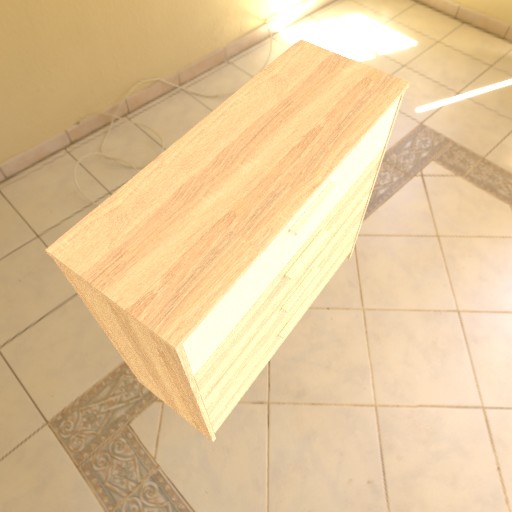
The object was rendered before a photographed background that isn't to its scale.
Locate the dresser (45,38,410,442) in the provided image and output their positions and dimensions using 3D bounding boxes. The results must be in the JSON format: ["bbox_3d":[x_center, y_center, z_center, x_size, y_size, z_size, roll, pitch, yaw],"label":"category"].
[{"bbox_3d":[0.000,0.000,1.462,0.380,0.900,0.980,32,62,19],"label":"dresser"}]
